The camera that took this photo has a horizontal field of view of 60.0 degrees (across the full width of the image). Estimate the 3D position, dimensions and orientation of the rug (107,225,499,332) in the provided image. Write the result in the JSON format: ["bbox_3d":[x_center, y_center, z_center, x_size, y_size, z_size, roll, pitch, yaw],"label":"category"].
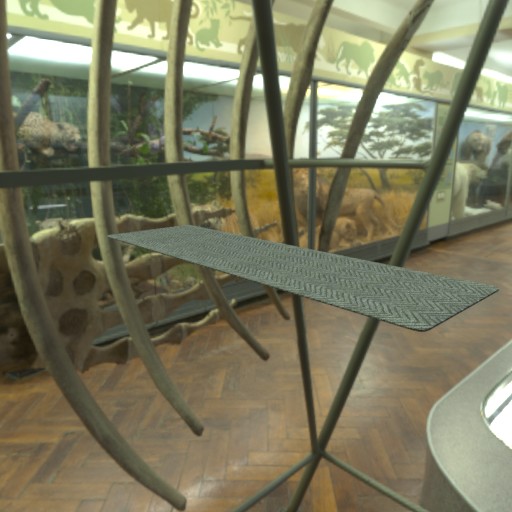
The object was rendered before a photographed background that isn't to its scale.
[{"bbox_3d":[0.000,0.000,2.446,0.686,0.008,2.286,-12,18,-42],"label":"rug"}]
